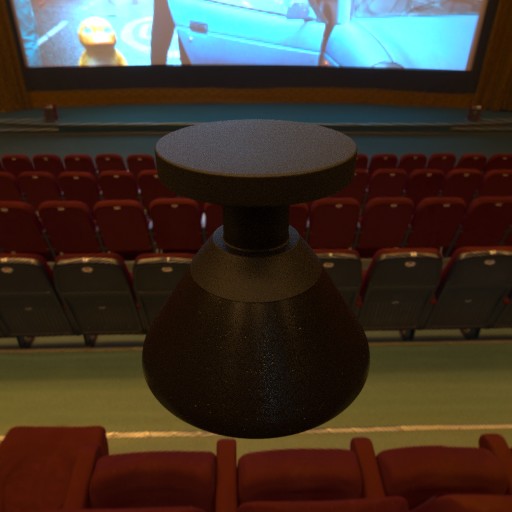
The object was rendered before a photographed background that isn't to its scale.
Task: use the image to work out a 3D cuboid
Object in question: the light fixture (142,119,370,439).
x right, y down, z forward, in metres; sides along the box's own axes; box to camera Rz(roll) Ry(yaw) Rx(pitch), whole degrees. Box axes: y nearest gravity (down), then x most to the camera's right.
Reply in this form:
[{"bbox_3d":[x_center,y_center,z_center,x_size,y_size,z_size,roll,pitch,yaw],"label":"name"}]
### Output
[{"bbox_3d":[0.000,0.000,0.354,0.200,0.183,0.200,0,30,0],"label":"light fixture"}]
